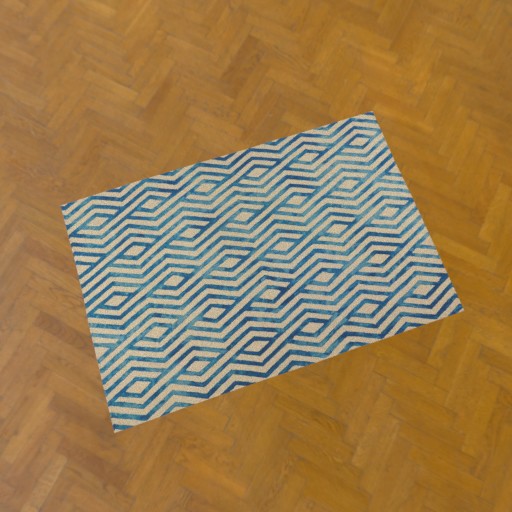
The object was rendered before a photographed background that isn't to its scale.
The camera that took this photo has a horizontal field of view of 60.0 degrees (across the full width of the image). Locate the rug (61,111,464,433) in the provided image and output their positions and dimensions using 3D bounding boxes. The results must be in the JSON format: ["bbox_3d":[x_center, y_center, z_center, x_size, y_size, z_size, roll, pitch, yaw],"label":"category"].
[{"bbox_3d":[0.000,0.000,2.335,1.830,0.008,1.225,-18,76,-5],"label":"rug"}]
